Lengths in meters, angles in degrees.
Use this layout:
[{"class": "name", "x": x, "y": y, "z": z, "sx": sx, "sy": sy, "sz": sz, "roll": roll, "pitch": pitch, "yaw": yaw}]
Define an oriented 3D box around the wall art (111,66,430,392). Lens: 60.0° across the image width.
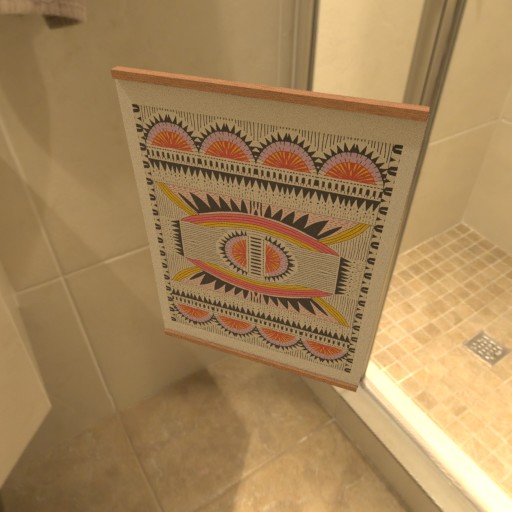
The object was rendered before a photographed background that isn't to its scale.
[{"class": "wall art", "x": 0.000, "y": 0.000, "z": 1.340, "sx": 0.765, "sy": 1.016, "sz": 0.028, "roll": 13, "pitch": 42, "yaw": 15}]
